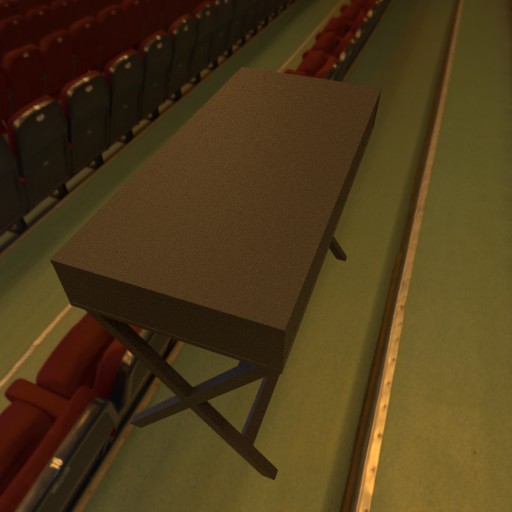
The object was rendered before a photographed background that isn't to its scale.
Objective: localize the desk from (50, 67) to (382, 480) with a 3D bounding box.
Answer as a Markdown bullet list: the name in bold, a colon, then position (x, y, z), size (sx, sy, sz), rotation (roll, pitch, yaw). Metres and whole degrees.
- **desk**: position (0.000, 0.000, 1.468), size (0.504, 0.780, 1.057), rotation (15, 46, 14)
